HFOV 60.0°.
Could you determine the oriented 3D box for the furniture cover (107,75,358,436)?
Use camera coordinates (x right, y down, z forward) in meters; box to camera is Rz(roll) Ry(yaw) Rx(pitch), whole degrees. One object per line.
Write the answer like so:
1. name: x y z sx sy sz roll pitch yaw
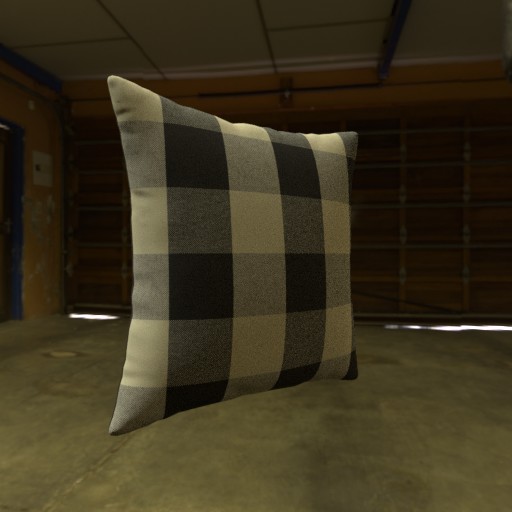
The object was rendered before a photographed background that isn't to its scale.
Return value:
1. furniture cover: 0.000 0.000 0.770 0.511 0.509 0.161 0 0 -35
